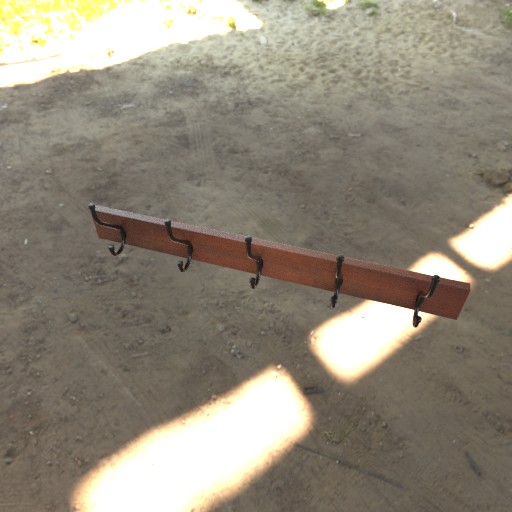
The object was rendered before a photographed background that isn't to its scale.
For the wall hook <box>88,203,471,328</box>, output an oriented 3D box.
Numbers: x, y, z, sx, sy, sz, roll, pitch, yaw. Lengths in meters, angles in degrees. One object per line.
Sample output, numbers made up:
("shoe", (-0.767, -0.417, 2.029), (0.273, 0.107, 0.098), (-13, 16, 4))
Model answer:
("wall hook", (0.000, 0.000, 0.627), (0.571, 0.117, 0.071), (12, 43, 13))
